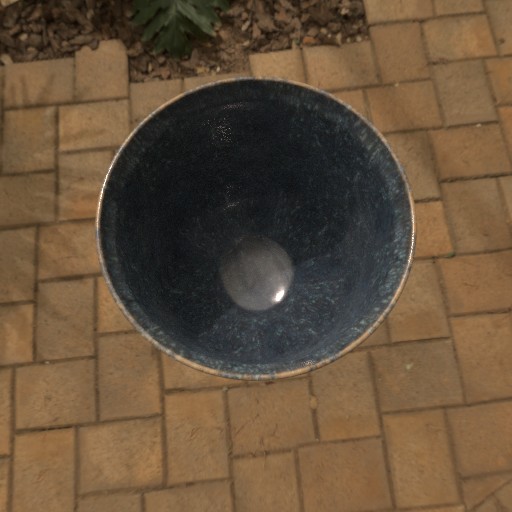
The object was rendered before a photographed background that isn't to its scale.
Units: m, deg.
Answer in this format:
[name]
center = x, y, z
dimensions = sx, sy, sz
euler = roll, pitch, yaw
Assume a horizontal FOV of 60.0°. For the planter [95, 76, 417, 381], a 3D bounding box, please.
[planter]
center = 0.000, 0.000, 0.496
dimensions = 0.266, 0.270, 0.266
euler = 0, 75, 0
